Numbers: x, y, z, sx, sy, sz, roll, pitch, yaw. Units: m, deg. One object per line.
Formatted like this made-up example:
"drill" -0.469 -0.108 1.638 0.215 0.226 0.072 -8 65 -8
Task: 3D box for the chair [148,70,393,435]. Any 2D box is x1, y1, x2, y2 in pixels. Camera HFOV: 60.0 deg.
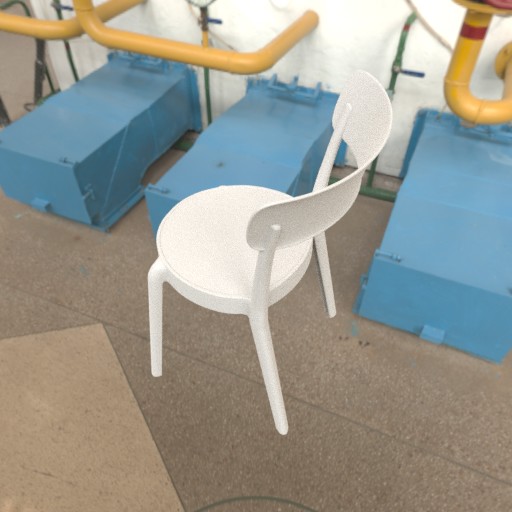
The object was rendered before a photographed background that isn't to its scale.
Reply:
"chair" 0.000 0.000 1.102 0.491 0.790 0.506 18 48 17
